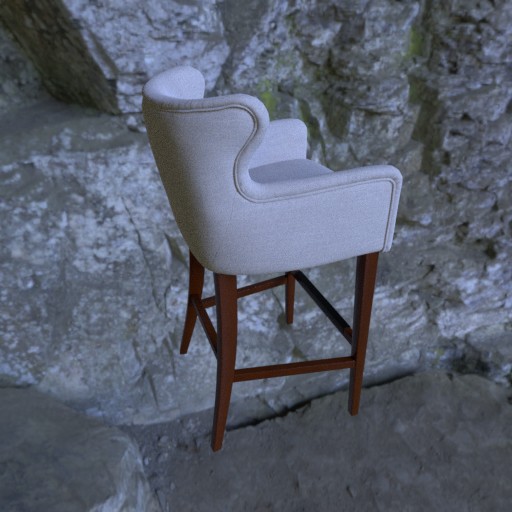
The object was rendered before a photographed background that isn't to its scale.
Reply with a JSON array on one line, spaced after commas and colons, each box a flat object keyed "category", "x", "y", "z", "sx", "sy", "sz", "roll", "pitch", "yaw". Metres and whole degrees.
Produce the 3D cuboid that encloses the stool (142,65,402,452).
[{"category": "stool", "x": 0.000, "y": 0.000, "z": 1.349, "sx": 0.563, "sy": 1.034, "sz": 0.556, "roll": -11, "pitch": 32, "yaw": -18}]
